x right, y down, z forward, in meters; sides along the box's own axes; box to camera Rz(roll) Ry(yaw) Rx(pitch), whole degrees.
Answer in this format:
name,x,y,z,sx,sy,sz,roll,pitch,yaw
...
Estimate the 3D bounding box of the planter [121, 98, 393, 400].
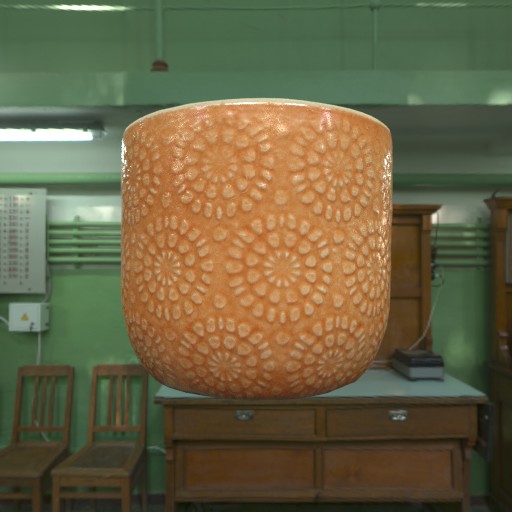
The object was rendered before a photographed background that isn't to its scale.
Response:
name,x,y,z,sx,sy,sz,roll,pitch,yaw
planter,0.000,0.000,0.284,0.170,0.152,0.170,0,0,0
